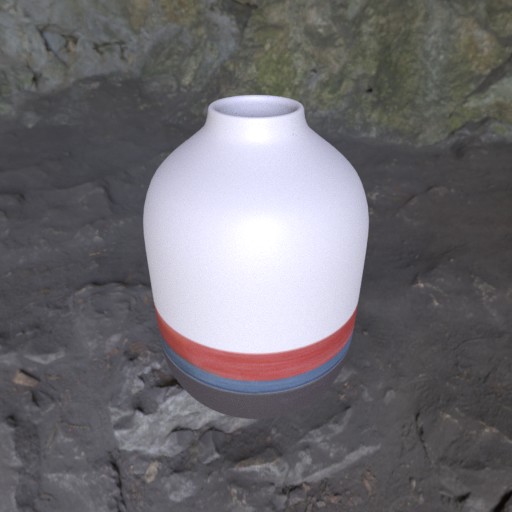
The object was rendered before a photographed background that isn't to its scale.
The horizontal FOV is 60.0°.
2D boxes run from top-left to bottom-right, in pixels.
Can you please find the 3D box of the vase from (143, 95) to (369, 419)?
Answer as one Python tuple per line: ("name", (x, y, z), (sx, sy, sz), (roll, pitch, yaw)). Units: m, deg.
("vase", (0.000, 0.000, 0.358), (0.169, 0.237, 0.169), (0, 32, 0))
